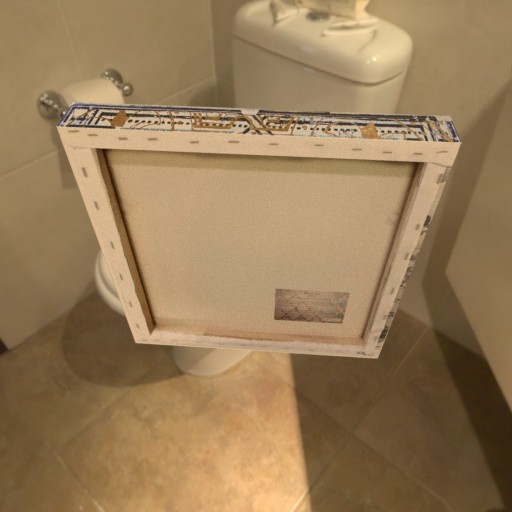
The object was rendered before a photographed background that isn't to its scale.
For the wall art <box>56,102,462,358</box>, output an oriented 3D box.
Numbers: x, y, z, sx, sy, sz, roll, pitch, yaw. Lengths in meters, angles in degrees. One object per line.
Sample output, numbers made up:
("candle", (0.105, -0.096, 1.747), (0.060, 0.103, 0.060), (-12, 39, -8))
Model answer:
("wall art", (0.000, 0.000, 0.453), (0.302, 0.306, 0.038), (3, 47, 3))
